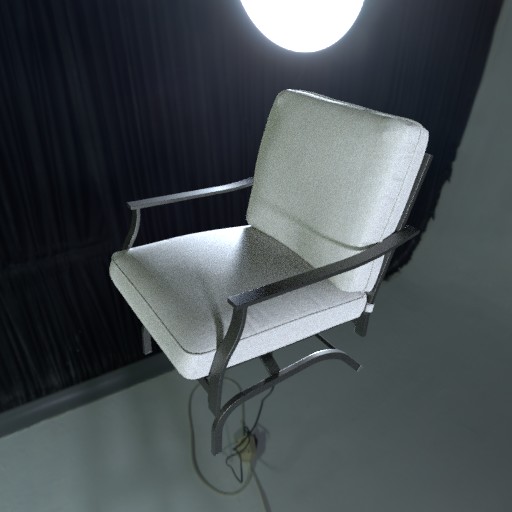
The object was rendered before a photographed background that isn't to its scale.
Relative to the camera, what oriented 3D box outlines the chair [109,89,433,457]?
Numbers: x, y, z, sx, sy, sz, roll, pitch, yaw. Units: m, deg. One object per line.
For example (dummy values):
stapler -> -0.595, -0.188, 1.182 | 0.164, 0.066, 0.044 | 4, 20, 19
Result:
chair -> 0.000, 0.000, 1.383 | 0.787, 0.860, 0.650 | -20, 37, -29
